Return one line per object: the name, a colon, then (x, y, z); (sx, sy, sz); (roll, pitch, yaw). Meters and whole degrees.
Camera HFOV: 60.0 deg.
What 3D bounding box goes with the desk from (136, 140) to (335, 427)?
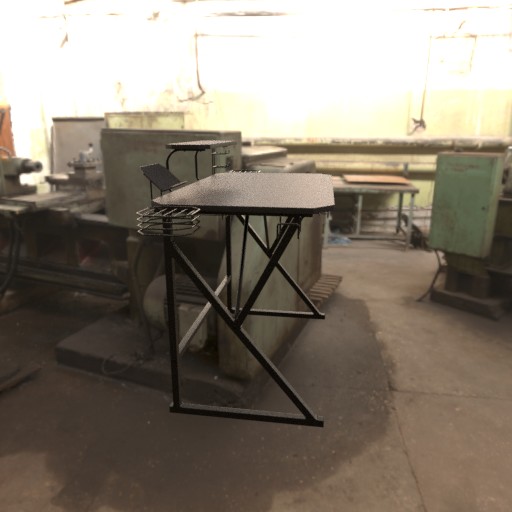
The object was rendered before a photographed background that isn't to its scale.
desk: (0.000, 0.000, 1.773); (0.580, 0.880, 1.290); (2, 16, 8)
